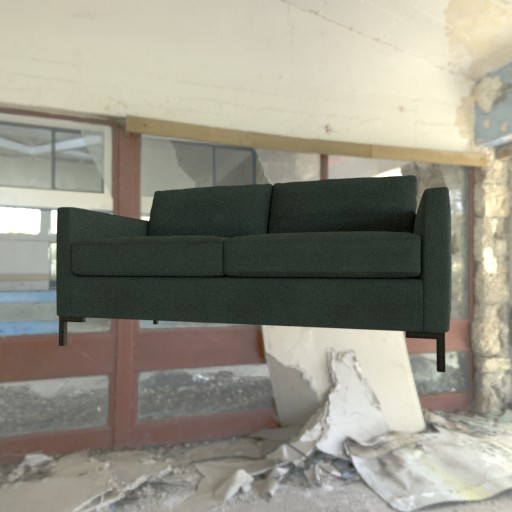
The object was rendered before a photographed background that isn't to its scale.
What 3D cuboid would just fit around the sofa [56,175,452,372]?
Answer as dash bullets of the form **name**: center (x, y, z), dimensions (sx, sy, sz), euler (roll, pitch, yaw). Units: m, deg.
- **sofa**: center (0.000, 0.000, 2.135), dimensions (1.676, 0.817, 0.875), euler (0, -2, 18)
